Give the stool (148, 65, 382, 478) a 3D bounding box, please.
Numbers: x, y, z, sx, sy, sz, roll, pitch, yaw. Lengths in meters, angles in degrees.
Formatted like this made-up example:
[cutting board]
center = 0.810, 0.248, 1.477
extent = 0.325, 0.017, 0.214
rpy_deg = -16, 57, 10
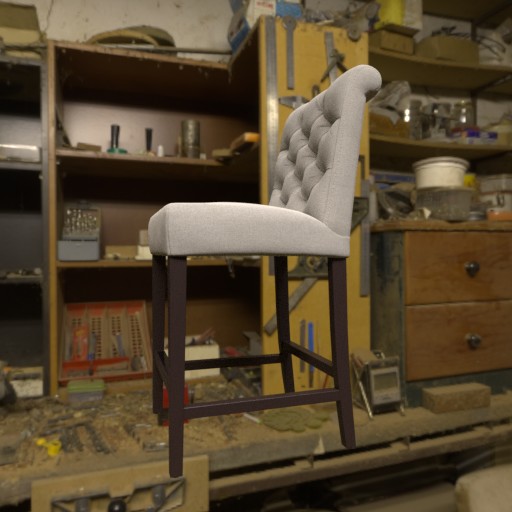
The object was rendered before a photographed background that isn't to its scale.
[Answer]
[stool]
center = 0.000, 0.000, 1.335
extent = 0.601, 1.040, 0.493
rpy_deg = 0, 1, -18
